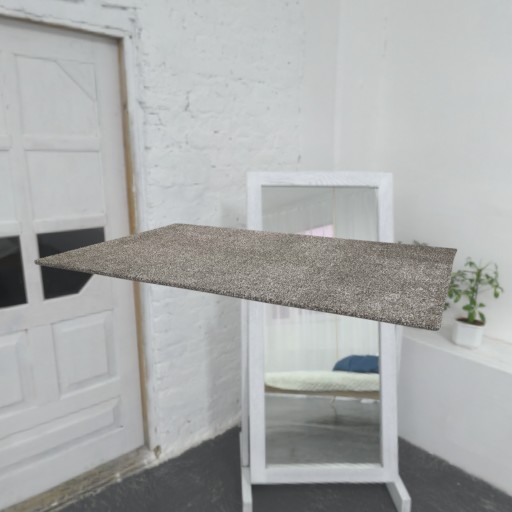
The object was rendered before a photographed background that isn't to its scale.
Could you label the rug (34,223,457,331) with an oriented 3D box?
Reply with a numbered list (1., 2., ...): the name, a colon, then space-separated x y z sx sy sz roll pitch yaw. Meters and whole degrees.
1. rug: 0.000 0.000 2.899 2.352 0.025 1.501 7 16 25
